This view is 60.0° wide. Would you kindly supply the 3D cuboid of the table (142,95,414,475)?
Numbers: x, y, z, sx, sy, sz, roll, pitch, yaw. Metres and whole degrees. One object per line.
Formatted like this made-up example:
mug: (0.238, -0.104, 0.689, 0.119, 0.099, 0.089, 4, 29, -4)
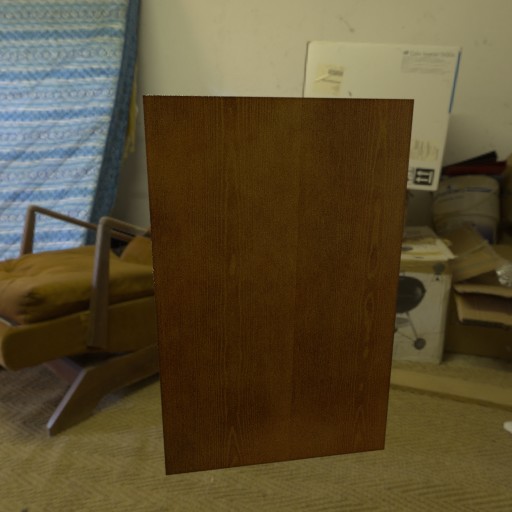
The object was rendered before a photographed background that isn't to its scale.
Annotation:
table: (0.000, 0.000, 0.963, 0.400, 0.605, 0.550, -2, 15, -9)
